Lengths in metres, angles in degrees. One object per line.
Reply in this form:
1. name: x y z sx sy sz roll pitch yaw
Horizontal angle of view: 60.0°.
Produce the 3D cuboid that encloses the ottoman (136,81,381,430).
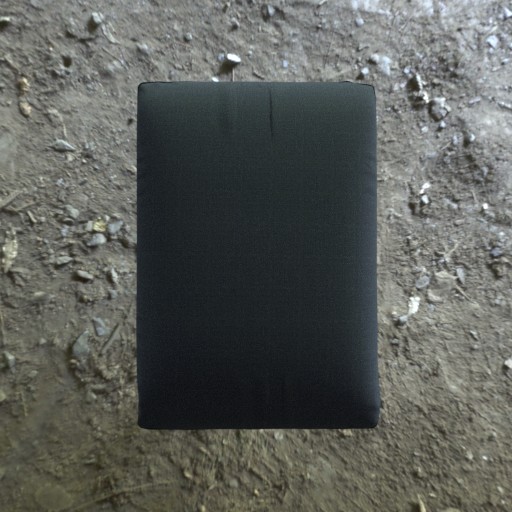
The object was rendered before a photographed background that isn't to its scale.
1. ottoman: 0.000 0.000 1.120 0.558 0.486 0.767 0 89 0
